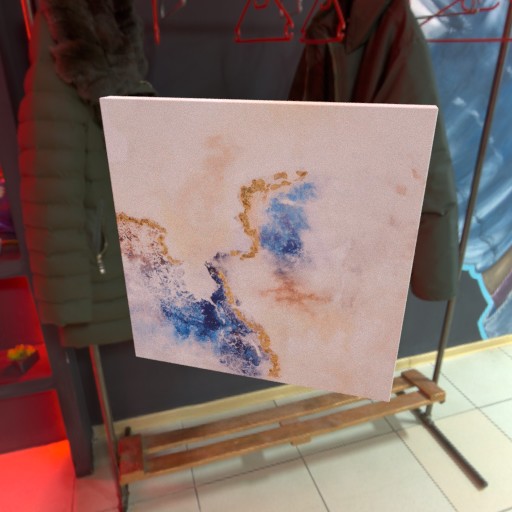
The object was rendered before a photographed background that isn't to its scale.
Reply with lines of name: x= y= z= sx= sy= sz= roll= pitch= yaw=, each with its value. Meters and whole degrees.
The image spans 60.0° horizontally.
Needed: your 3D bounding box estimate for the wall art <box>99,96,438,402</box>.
wall art: x=0.000 y=0.000 z=1.602 sx=1.061 sy=1.061 sz=0.071 roll=7 pitch=26 yaw=14
